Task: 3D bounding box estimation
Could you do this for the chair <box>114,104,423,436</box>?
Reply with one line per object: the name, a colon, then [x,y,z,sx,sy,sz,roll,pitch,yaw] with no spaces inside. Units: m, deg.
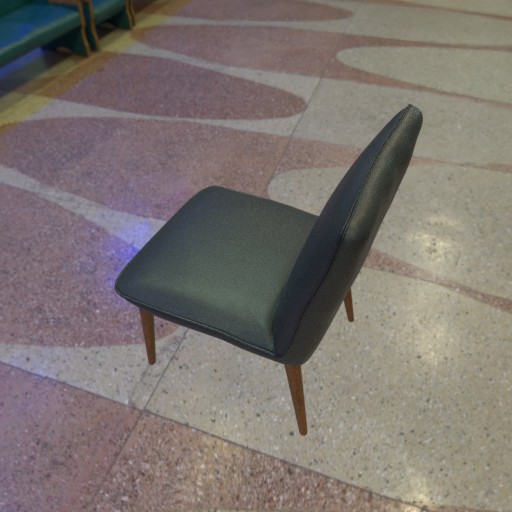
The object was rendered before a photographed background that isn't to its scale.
chair: [0.000,0.000,1.202,0.645,0.801,0.543,16,48,15]
